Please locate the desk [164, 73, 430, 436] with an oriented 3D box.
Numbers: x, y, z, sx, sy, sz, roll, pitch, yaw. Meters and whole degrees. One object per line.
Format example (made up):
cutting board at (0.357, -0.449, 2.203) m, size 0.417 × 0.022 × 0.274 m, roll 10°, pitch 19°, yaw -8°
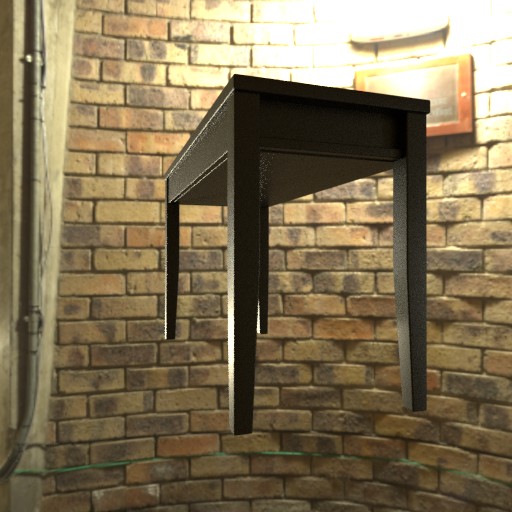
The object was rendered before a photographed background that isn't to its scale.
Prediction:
desk at (0.000, 0.000, 1.597) m, size 0.508 × 0.775 × 1.220 m, roll 0°, pitch 0°, yaw -19°
